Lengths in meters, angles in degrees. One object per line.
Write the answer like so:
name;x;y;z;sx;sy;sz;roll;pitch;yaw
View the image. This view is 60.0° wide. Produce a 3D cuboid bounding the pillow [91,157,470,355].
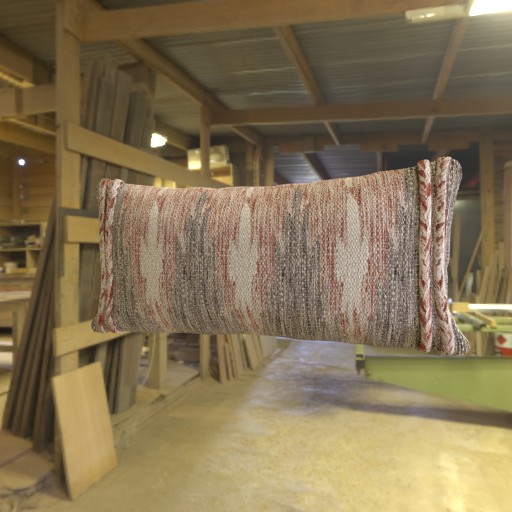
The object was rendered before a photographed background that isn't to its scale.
pillow;0.000;0.000;0.724;0.635;0.282;0.139;0;0;18
